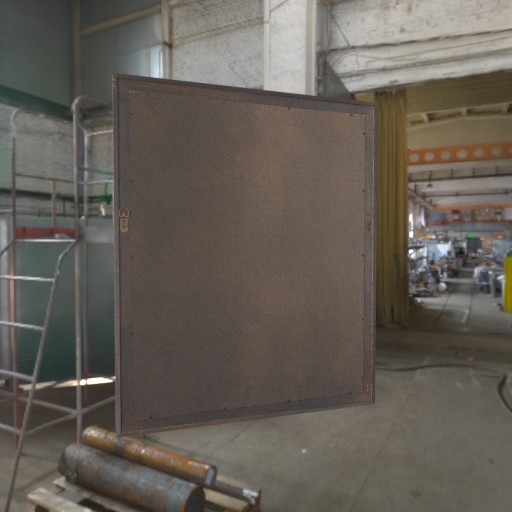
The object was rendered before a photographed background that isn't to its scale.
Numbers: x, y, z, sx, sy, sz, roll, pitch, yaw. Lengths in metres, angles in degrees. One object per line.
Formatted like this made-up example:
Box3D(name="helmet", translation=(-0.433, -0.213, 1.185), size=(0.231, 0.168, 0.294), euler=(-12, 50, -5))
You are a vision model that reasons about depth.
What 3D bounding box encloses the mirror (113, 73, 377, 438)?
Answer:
Box3D(name="mirror", translation=(0.000, 0.000, 1.199), size=(0.730, 0.882, 0.032), euler=(-1, 2, -18))
